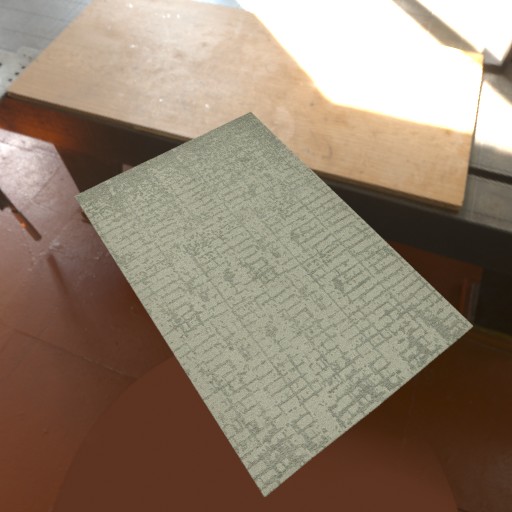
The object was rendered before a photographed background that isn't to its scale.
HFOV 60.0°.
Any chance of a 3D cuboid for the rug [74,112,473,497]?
[{"bbox_3d":[0.000,0.000,2.282,1.211,0.007,1.827,-31,63,-18],"label":"rug"}]
